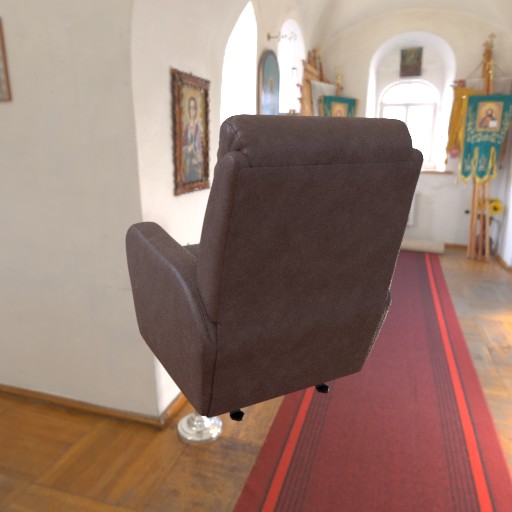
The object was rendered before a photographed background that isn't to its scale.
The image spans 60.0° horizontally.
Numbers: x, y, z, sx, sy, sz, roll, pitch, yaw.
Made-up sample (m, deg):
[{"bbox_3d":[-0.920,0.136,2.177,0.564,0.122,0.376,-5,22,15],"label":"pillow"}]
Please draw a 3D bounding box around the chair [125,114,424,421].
[{"bbox_3d":[0.000,0.000,1.804,0.865,1.067,1.067,-8,17,-27],"label":"chair"}]
